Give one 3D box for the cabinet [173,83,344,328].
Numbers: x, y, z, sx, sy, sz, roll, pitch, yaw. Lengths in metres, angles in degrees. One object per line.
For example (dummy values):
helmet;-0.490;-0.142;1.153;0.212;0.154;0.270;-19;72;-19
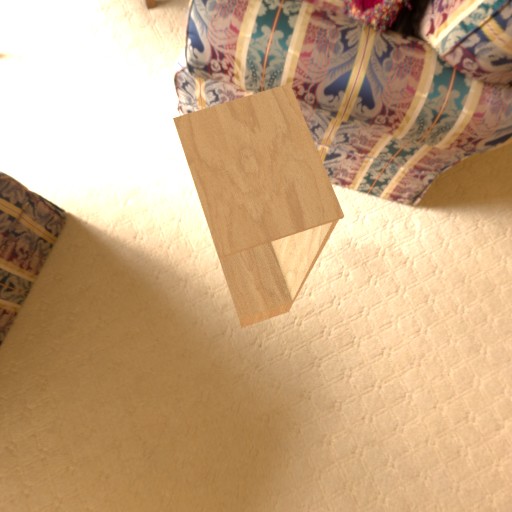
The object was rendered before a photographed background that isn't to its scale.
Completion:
cabinet;0.000;0.000;2.072;0.338;1.879;0.411;-18;76;-5
